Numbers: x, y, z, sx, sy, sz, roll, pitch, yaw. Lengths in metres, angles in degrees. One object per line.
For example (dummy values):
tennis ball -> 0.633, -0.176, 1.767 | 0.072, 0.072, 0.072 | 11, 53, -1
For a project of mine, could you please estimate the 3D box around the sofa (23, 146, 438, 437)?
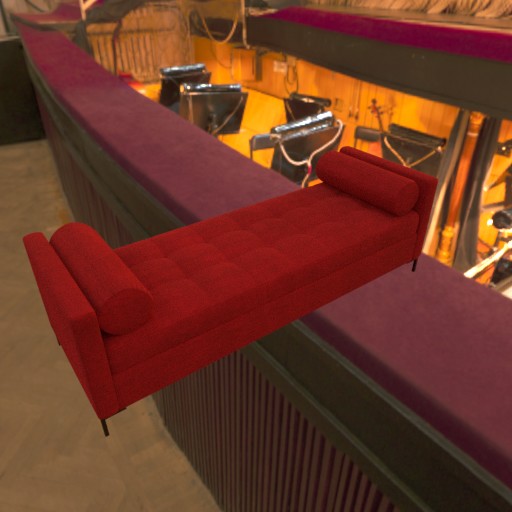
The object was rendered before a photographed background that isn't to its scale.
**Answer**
sofa -> 0.000, 0.000, 2.306 | 1.981, 0.635, 0.686 | -22, 38, -30
